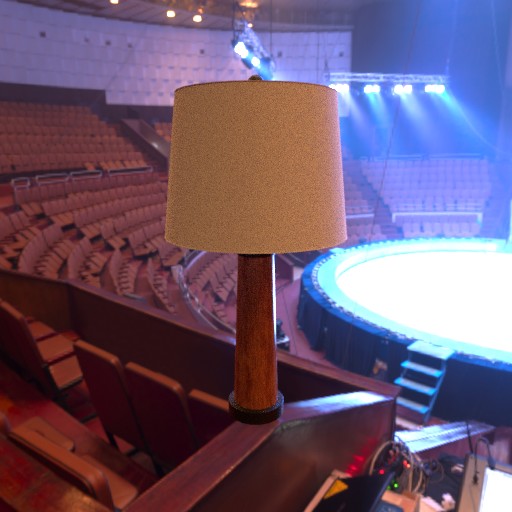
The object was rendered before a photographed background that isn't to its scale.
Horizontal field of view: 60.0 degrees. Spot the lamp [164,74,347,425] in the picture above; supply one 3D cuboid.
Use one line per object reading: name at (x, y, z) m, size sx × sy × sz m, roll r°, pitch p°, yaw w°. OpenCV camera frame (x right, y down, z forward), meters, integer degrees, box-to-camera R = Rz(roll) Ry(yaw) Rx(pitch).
lamp at (0.000, 0.000, 0.869) m, size 0.349 × 0.667 × 0.349 m, roll 0°, pitch 13°, yaw 0°
